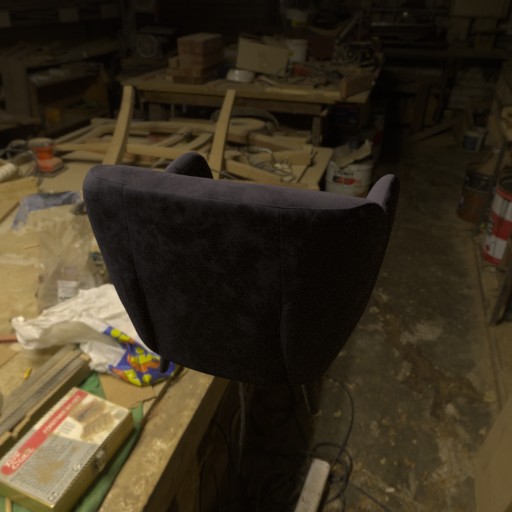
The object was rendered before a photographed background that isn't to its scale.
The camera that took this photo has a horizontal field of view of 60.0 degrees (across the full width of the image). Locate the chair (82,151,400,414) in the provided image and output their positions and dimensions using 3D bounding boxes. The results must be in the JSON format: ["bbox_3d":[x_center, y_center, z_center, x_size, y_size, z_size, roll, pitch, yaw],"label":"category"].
[{"bbox_3d":[0.000,0.000,1.489,0.840,0.807,0.819,10,33,16],"label":"chair"}]
